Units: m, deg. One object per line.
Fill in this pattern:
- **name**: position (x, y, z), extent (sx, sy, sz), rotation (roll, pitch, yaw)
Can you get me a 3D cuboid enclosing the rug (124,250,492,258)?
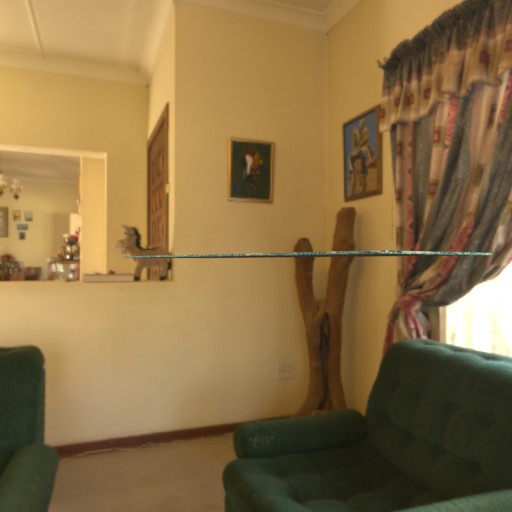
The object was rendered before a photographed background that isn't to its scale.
- **rug**: position (0.000, 0.000, 2.673), extent (0.750, 0.011, 2.435), rotation (0, -1, -37)
